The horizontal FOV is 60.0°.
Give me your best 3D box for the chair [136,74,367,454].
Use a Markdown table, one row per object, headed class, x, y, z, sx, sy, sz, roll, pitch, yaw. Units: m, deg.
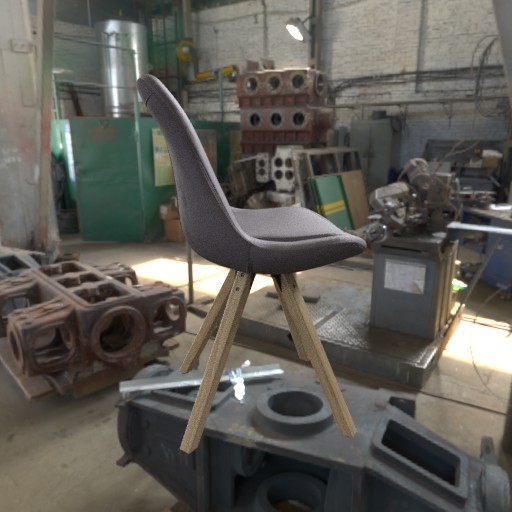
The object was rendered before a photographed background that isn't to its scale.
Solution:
| class | x | y | z | sx | sy | sz | roll | pitch | yaw |
| --- | --- | --- | --- | --- | --- | --- | --- | --- | --- |
| chair | 0.000 | 0.000 | 1.182 | 0.547 | 0.865 | 0.483 | -3 | 16 | -10 |
